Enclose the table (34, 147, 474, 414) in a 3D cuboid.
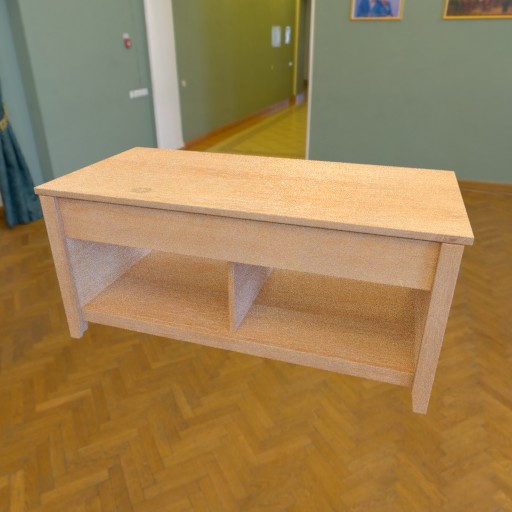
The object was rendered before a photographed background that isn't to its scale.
[{"bbox_3d":[0.000,0.000,1.280,1.016,0.457,0.483,8,27,16],"label":"table"}]
